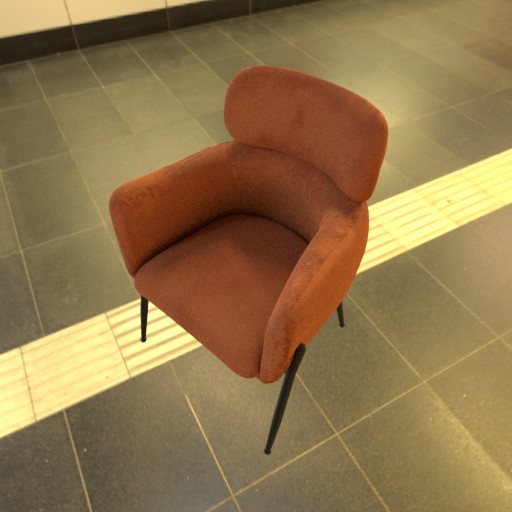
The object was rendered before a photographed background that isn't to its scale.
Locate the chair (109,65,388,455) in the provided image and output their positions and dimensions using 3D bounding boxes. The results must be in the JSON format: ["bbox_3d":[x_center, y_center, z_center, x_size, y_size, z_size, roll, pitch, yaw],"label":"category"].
[{"bbox_3d":[0.000,0.000,1.145,0.561,0.772,0.523,33,55,27],"label":"chair"}]
